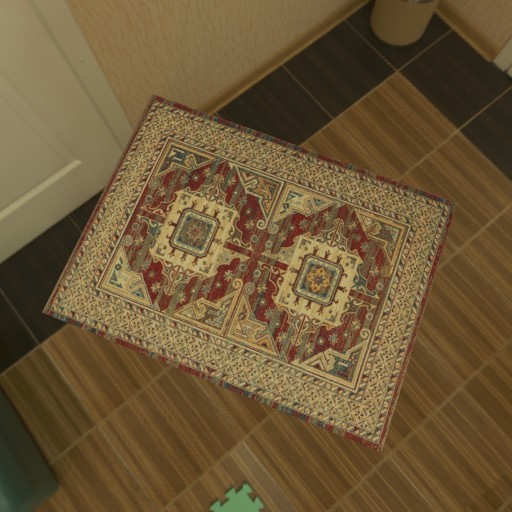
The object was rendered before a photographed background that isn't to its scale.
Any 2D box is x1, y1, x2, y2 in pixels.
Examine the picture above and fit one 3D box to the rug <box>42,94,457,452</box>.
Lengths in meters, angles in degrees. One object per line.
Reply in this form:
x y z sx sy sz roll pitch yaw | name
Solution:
0.000 0.000 4.110 3.197 0.013 2.381 21 77 5 | rug
